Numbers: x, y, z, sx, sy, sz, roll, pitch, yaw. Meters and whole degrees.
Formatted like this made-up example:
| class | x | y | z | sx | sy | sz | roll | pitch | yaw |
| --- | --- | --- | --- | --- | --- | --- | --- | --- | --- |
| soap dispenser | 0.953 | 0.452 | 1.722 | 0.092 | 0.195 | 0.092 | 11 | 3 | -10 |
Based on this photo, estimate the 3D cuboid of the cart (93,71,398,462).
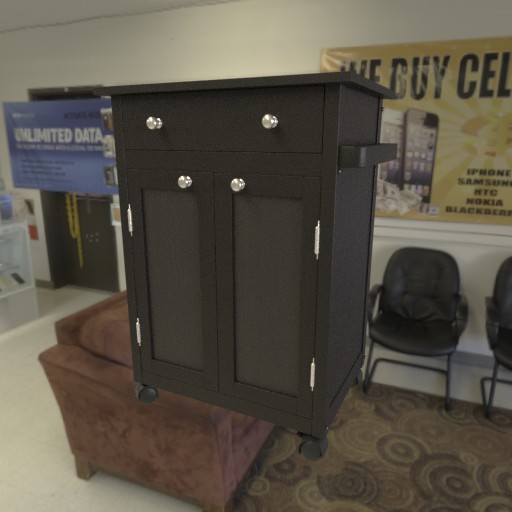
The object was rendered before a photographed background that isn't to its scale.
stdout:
| class | x | y | z | sx | sy | sz | roll | pitch | yaw |
| --- | --- | --- | --- | --- | --- | --- | --- | --- | --- |
| cart | 0.000 | 0.000 | 1.244 | 0.660 | 0.879 | 0.456 | 7 | 17 | 25 |
